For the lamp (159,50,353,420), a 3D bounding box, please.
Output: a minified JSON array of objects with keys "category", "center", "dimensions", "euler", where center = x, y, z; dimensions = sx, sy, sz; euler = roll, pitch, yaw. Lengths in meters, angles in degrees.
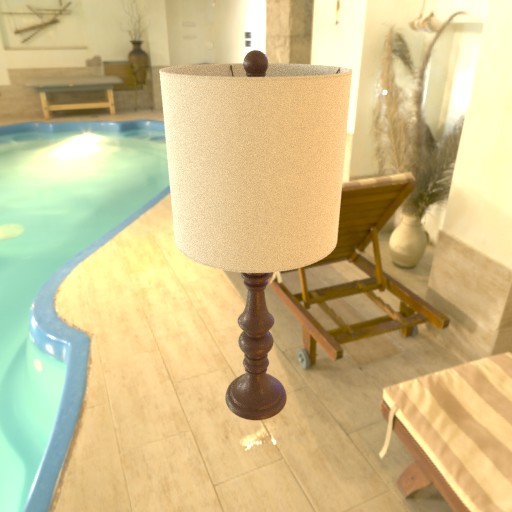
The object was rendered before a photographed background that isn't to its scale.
[{"category":"lamp","center":[0.000,0.000,0.708],"dimensions":[0.250,0.597,0.250],"euler":[-8,28,-16]}]
